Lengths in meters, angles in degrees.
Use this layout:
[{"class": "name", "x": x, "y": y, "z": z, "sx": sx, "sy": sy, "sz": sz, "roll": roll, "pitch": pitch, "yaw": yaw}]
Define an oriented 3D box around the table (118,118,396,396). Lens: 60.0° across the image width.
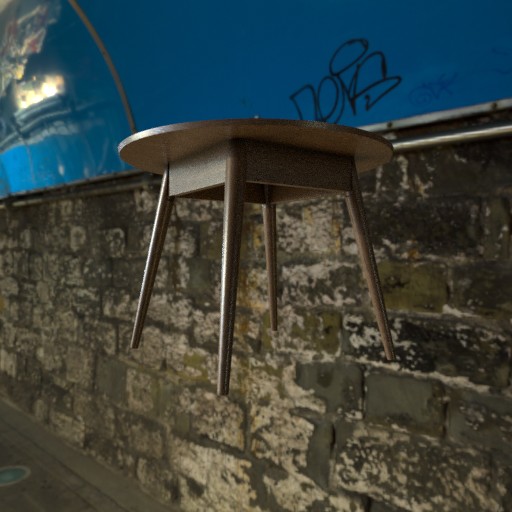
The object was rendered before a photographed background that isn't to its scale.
[{"class": "table", "x": 0.000, "y": 0.000, "z": 1.777, "sx": 1.053, "sy": 0.786, "sz": 1.053, "roll": 0, "pitch": 1, "yaw": 0}]
